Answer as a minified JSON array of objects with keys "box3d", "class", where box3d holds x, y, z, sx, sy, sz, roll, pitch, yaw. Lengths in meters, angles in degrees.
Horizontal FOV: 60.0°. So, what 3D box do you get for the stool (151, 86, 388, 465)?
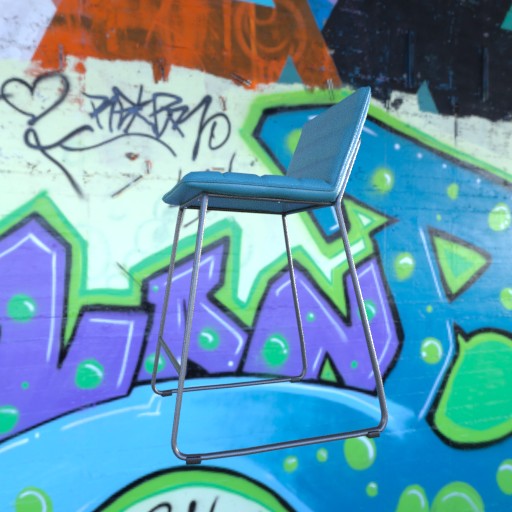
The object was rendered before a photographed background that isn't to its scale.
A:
[{"box3d":[0.000,0.000,1.215,0.524,0.866,0.489,0,1,-19],"class":"stool"}]
